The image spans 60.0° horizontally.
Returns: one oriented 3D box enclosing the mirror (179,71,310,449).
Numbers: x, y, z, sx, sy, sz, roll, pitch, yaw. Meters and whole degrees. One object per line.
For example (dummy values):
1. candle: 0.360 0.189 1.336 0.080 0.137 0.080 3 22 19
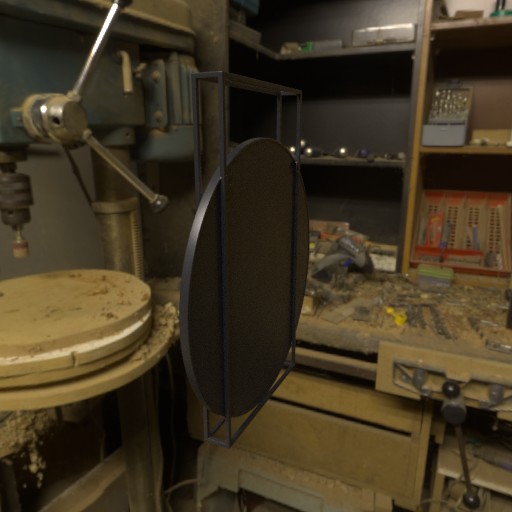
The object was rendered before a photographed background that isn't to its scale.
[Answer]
1. mirror: 0.000 0.000 0.827 0.051 0.603 0.508 7 17 25
